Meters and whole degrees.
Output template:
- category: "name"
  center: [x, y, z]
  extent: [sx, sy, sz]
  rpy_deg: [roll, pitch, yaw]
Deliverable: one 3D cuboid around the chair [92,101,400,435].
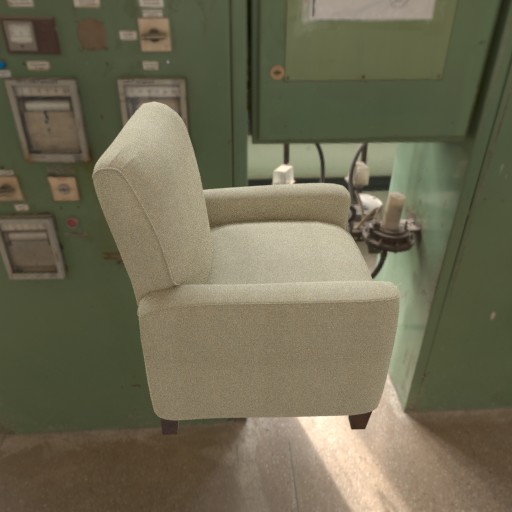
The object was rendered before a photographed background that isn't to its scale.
- category: "chair"
  center: [0.000, 0.000, 1.614]
  extent: [0.853, 1.006, 0.850]
  rpy_deg: [-1, 32, -2]
